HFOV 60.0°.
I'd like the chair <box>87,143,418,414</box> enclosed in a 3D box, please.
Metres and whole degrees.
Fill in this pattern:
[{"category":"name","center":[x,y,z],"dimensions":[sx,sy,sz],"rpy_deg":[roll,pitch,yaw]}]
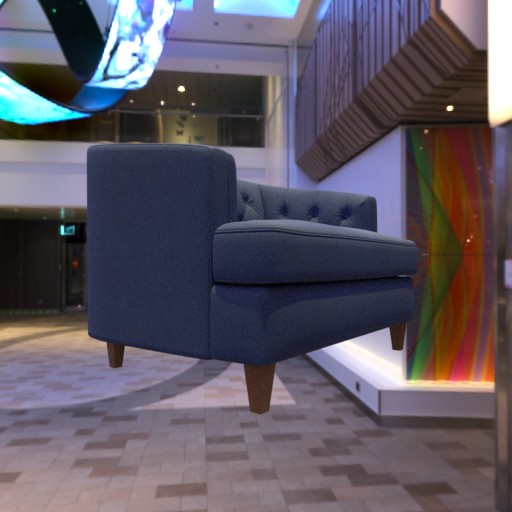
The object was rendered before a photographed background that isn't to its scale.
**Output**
[{"category":"chair","center":[0.000,0.000,1.715],"dimensions":[0.914,0.787,1.118],"rpy_deg":[-1,-1,37]}]
